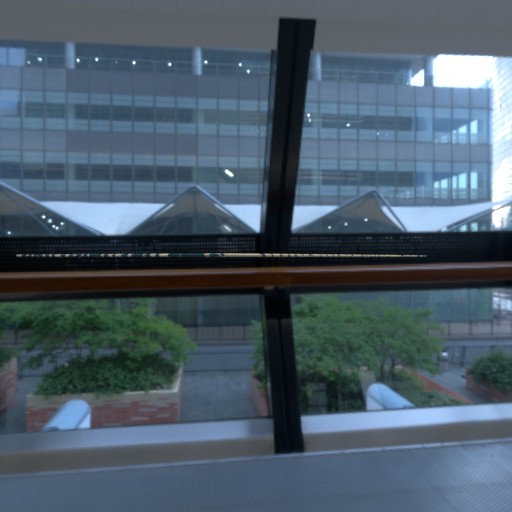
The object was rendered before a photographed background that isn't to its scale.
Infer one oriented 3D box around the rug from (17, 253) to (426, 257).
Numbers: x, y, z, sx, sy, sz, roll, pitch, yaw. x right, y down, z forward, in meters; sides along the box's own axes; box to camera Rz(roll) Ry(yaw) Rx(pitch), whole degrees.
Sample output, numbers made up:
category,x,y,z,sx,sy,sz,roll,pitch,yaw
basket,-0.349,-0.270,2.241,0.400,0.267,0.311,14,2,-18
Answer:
category,x,y,z,sx,sy,sz,roll,pitch,yaw
rug,0.000,0.000,2.986,1.517,0.011,2.435,0,0,38
